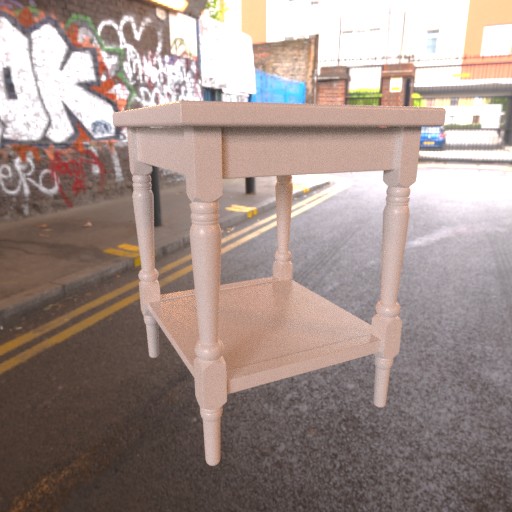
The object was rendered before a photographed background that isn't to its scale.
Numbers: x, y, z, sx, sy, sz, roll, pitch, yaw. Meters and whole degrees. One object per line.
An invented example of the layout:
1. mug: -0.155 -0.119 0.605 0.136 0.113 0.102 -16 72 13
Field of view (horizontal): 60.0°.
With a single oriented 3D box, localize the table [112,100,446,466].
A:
1. table: 0.000 0.000 0.904 0.442 0.565 0.488 -8 18 -25
